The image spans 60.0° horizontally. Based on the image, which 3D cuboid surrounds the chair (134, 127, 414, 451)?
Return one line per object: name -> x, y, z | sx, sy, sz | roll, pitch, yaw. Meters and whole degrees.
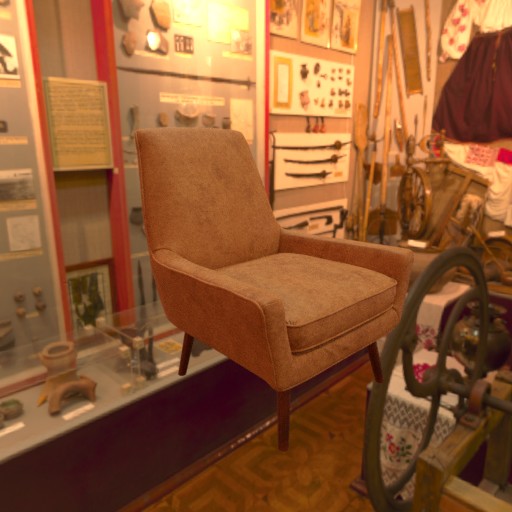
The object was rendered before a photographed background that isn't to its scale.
chair -> 0.000, 0.000, 1.565 | 0.753, 0.883, 0.851 | -14, 20, -42
